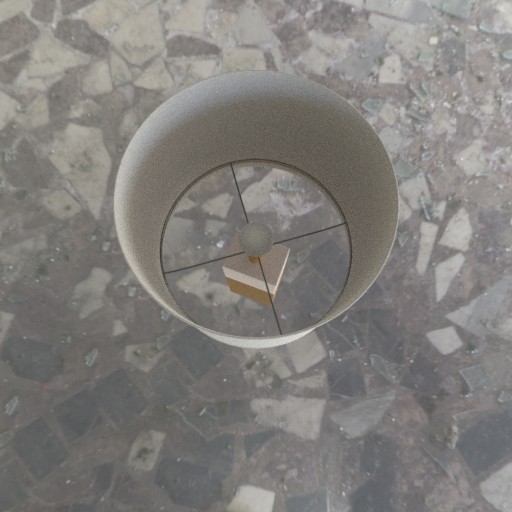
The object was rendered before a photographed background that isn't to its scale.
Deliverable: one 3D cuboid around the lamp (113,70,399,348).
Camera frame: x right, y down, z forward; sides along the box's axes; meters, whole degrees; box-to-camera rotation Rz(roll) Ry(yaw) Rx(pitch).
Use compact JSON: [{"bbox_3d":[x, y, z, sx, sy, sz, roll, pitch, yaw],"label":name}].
[{"bbox_3d":[0.000,0.000,0.557,0.229,0.417,0.229,20,77,5],"label":"lamp"}]
